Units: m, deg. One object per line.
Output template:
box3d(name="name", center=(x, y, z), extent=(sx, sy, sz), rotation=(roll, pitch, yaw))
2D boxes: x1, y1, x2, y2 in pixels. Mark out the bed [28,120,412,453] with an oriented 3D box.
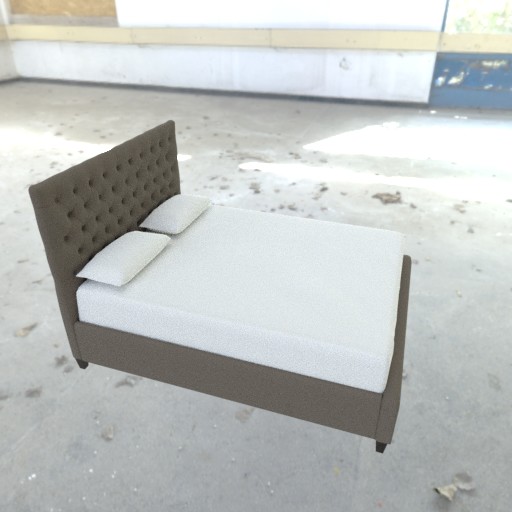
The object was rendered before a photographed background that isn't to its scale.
box3d(name="bed", center=(0.000, 0.000, 3.256), extent=(2.233, 1.426, 1.696), rotation=(10, 32, 16))
